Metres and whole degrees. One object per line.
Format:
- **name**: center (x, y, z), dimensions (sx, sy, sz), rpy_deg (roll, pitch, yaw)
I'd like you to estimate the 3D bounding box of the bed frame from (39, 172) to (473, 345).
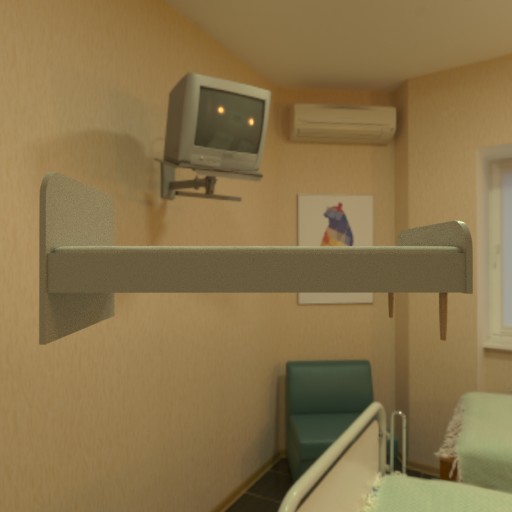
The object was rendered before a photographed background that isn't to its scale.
- **bed frame**: center (0.000, 0.000, 2.505), dimensions (1.963, 0.805, 0.998), rpy_deg (0, 0, 0)
